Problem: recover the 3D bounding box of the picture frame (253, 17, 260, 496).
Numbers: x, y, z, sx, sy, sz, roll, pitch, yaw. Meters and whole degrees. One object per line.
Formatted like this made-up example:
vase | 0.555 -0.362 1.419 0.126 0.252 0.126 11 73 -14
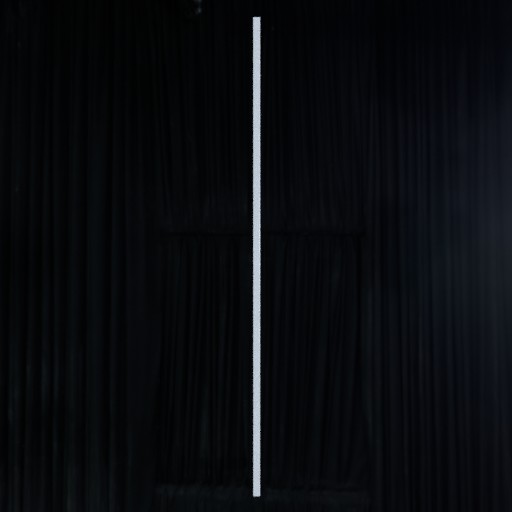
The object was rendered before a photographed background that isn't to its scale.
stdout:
picture frame | 0.000 0.000 1.199 0.013 0.940 0.659 0 1 0
